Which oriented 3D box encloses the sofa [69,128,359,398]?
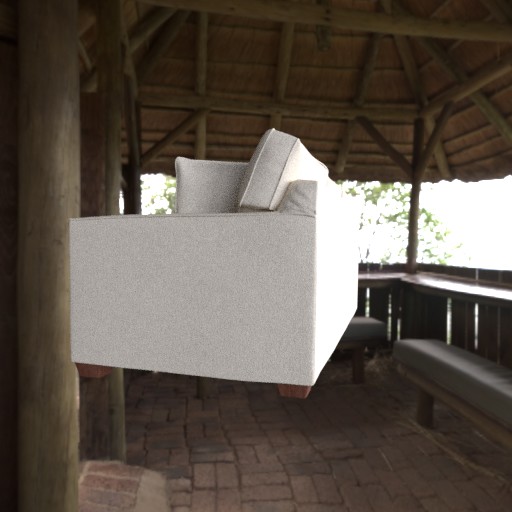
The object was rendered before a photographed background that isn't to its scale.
[{"bbox_3d":[0.000,0.000,2.557,1.034,0.946,1.963,0,1,17],"label":"sofa"}]
